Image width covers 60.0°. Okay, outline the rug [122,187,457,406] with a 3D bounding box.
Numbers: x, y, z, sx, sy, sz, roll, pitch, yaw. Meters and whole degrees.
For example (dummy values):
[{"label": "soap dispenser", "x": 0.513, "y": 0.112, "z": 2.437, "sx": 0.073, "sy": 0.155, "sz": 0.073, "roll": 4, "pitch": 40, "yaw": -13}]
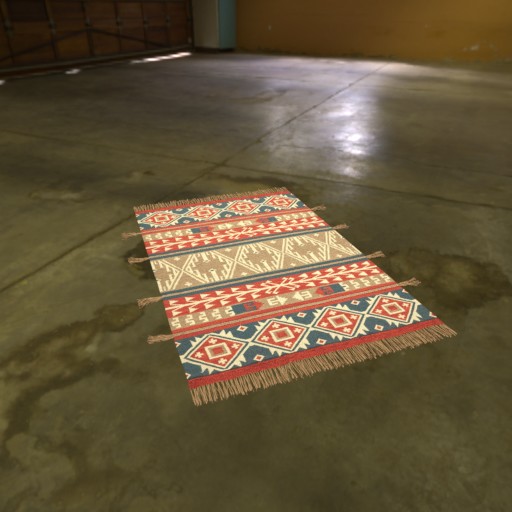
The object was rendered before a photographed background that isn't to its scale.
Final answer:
[{"label": "rug", "x": 0.000, "y": 0.000, "z": 3.224, "sx": 1.778, "sy": 0.048, "sz": 2.450, "roll": -10, "pitch": 31, "yaw": -17}]
